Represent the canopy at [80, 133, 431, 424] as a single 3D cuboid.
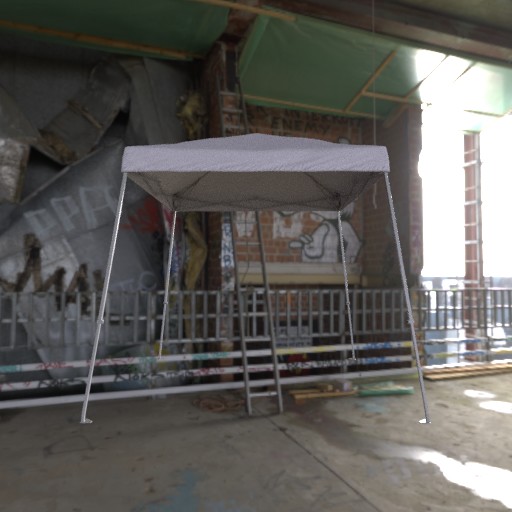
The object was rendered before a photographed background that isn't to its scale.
[{"bbox_3d":[0.000,0.000,5.083,2.849,2.850,2.850,0,-3,0],"label":"canopy"}]
